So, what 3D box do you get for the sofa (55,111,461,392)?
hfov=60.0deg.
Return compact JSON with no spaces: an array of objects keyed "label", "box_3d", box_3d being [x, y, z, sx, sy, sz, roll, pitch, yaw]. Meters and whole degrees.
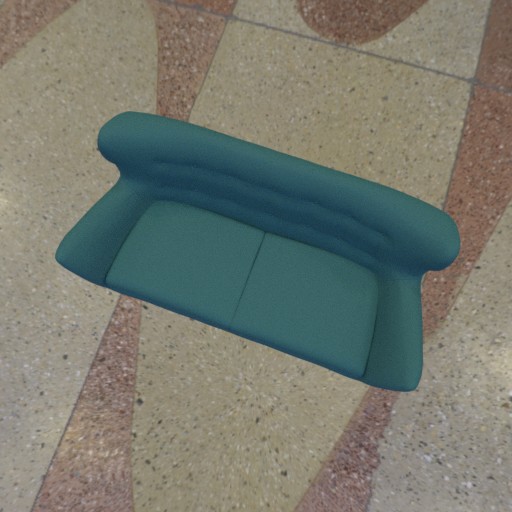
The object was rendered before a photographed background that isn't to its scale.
[{"label":"sofa","box_3d":[0.000,0.000,2.454,1.930,0.890,0.889,19,74,6]}]
